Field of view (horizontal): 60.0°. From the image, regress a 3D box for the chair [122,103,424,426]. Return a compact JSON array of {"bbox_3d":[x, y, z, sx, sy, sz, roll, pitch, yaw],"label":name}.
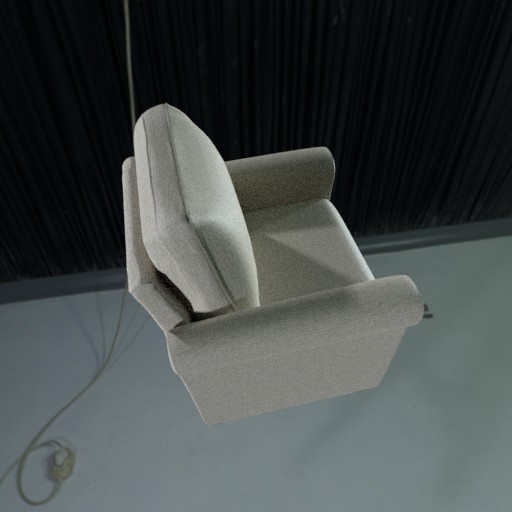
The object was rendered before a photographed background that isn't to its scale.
[{"bbox_3d":[0.000,0.000,2.295,1.180,1.349,1.275,-10,47,-9],"label":"chair"}]
